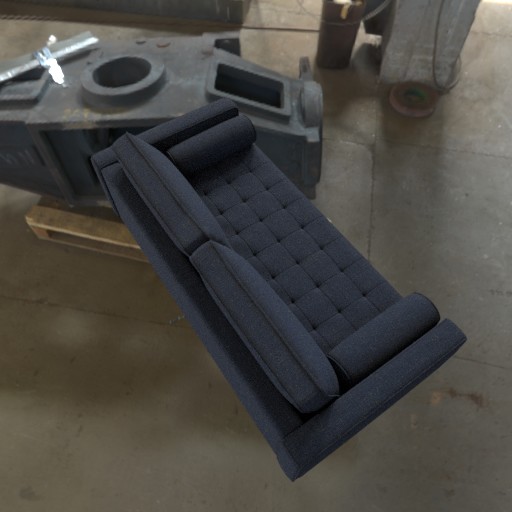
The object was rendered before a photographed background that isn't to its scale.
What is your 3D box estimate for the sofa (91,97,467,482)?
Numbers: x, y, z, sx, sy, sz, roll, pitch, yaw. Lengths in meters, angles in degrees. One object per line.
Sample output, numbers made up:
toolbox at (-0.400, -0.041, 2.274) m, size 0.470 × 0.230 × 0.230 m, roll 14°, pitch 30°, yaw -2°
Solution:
sofa at (0.000, 0.000, 2.274) m, size 0.914 × 0.762 × 1.880 m, roll -30°, pitch 62°, yaw -18°
